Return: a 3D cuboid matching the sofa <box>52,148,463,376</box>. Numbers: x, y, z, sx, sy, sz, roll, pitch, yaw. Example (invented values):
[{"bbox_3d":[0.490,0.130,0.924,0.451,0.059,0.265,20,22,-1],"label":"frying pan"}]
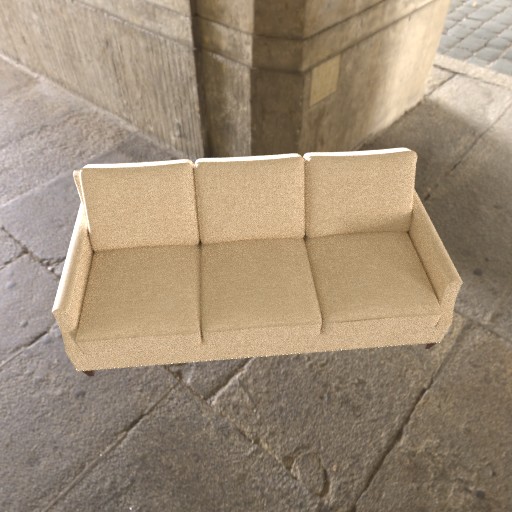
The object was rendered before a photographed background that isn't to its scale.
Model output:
[{"bbox_3d":[0.000,0.000,2.747,2.210,0.940,1.041,-4,48,-3],"label":"sofa"}]
